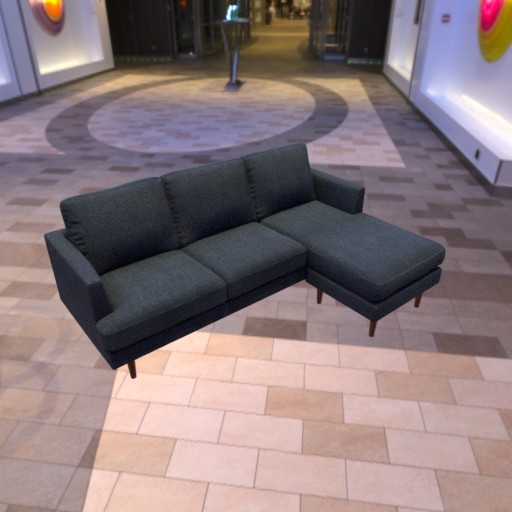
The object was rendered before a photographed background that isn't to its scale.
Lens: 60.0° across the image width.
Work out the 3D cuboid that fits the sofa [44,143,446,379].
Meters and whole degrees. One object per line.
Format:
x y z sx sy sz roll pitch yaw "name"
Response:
0.000 0.000 2.964 2.233 0.956 1.504 -22 36 -33 "sofa"
